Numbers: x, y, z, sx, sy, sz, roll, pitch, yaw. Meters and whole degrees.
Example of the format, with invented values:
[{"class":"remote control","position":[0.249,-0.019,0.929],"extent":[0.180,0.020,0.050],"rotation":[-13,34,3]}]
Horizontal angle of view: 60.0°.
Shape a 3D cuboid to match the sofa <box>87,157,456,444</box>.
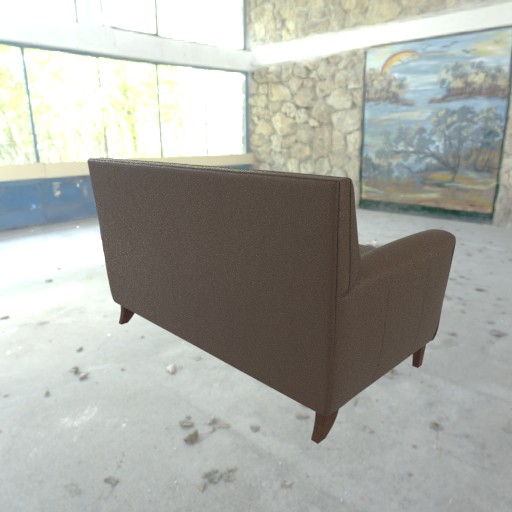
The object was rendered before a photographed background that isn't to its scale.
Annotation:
[{"class":"sofa","position":[0.000,0.000,2.024],"extent":[0.853,0.859,1.468],"rotation":[-15,21,-42]}]
